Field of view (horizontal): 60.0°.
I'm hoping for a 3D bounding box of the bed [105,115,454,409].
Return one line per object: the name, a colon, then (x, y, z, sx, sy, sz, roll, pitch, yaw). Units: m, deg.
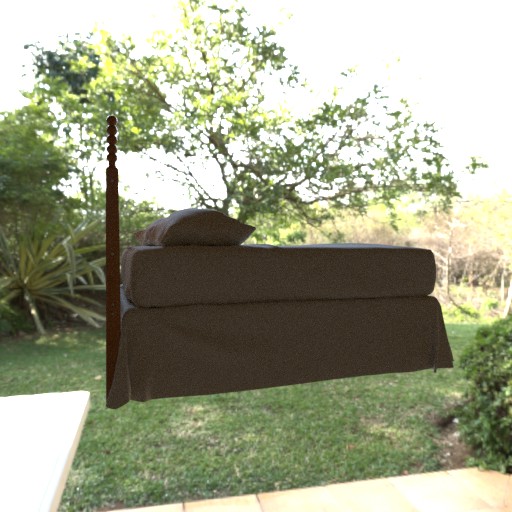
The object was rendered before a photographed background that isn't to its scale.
bed: (0.000, 0.000, 3.168, 2.040, 1.356, 1.873, 0, 1, -19)
